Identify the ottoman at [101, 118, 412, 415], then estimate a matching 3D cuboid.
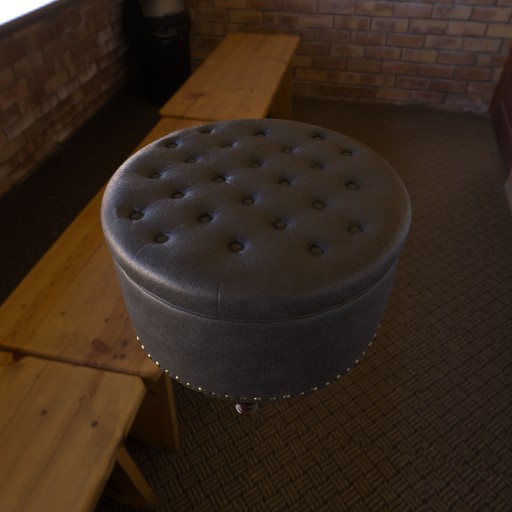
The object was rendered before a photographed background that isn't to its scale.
[{"bbox_3d":[0.000,0.000,1.060,0.637,0.442,0.637,0,42,0],"label":"ottoman"}]
